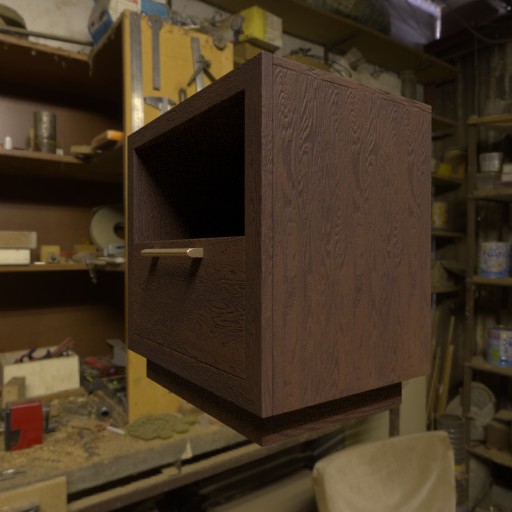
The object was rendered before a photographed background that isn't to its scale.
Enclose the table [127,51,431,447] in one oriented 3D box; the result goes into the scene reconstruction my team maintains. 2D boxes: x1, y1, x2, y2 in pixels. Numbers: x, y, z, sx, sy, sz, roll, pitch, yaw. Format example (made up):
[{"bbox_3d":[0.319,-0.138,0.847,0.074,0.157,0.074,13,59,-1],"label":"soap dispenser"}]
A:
[{"bbox_3d":[0.000,0.000,0.963,0.439,0.585,0.560,0,0,-35],"label":"table"}]
